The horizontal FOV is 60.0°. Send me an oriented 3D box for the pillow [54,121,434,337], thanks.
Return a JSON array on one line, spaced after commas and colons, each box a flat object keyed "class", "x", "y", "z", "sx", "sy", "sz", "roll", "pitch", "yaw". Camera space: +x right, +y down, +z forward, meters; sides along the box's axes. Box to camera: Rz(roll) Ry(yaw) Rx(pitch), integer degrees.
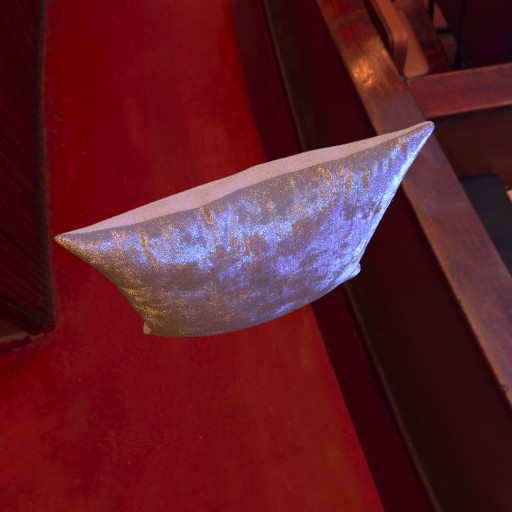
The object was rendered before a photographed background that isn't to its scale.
[{"class": "pillow", "x": 0.000, "y": 0.000, "z": 0.720, "sx": 0.470, "sy": 0.464, "sz": 0.175, "roll": -18, "pitch": 66, "yaw": -8}]
